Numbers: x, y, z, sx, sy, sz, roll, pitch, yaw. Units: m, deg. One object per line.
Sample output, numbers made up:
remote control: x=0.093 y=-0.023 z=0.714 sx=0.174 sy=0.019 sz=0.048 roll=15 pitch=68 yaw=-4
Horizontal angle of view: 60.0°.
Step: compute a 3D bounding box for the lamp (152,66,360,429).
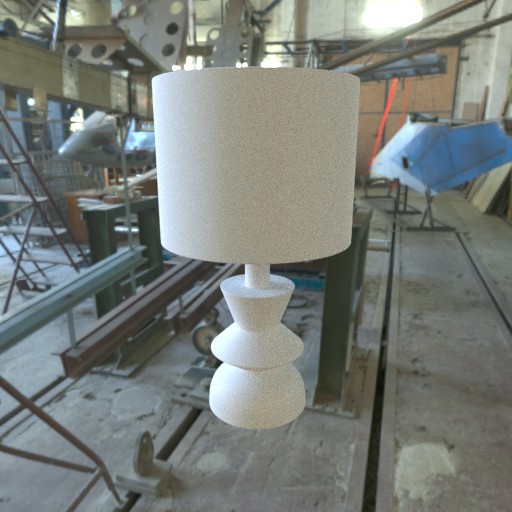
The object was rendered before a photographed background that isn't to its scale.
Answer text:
lamp: x=0.000 y=0.000 z=0.725 sx=0.301 sy=0.533 sz=0.301 roll=-8 pitch=17 yaw=-27
